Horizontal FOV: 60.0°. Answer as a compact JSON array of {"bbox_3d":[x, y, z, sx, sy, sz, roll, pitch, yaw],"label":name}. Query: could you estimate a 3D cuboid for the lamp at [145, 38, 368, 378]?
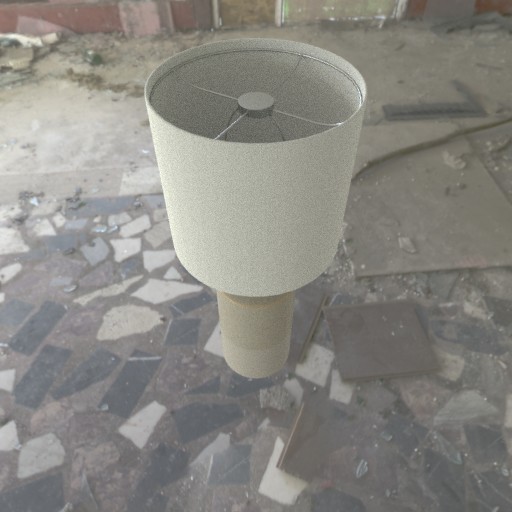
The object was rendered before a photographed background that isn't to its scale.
[{"bbox_3d":[0.000,0.000,0.607,0.212,0.493,0.212,23,52,20],"label":"lamp"}]
